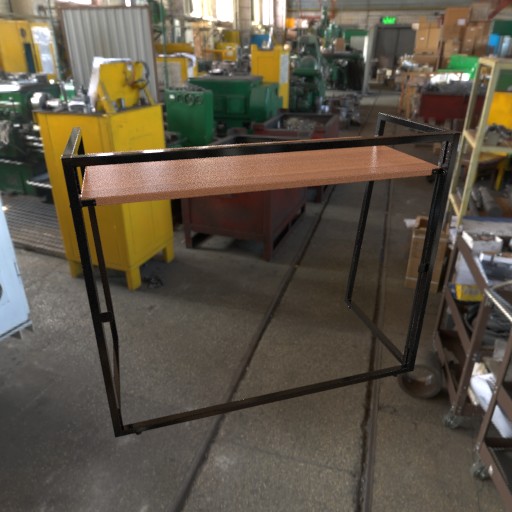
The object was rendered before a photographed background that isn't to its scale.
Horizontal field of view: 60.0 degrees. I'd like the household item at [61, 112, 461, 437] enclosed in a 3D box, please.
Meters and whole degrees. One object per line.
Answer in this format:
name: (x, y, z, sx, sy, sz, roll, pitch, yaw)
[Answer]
household item: (0.000, 0.000, 1.513, 1.050, 0.860, 0.510, -8, 27, -15)
